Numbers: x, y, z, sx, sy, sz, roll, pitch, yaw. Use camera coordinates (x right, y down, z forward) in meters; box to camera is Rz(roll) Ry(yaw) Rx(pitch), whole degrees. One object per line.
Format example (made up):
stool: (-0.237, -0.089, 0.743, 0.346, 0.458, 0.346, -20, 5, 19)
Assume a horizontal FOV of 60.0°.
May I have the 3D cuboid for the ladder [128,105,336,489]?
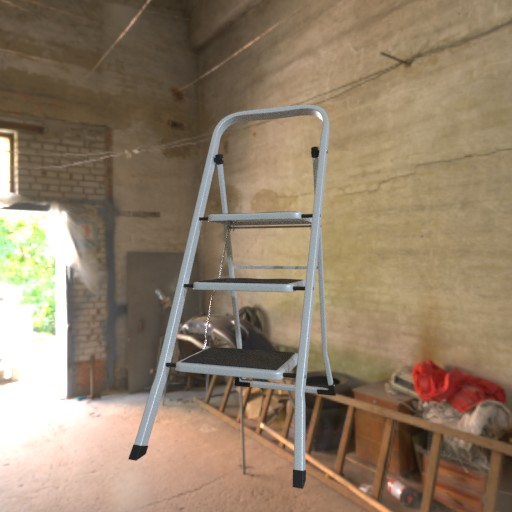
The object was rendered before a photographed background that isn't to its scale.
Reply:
ladder: (0.000, 0.000, 1.408, 0.460, 1.050, 0.711, 0, 0, 18)
